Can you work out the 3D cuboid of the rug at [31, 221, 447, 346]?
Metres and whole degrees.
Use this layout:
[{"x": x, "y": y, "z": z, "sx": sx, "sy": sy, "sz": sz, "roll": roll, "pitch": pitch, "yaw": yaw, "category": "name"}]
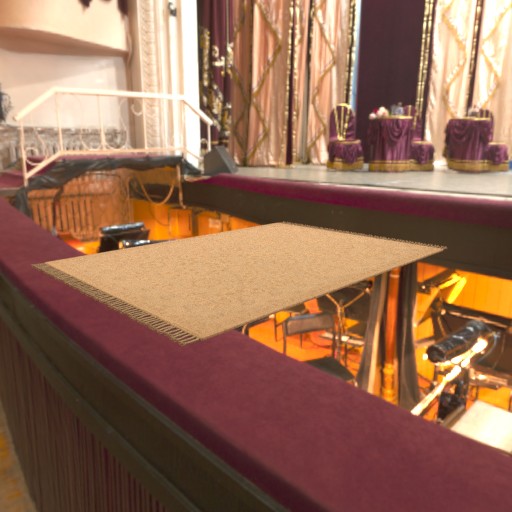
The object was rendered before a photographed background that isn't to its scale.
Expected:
[{"x": 0.000, "y": 0.000, "z": 2.266, "sx": 1.771, "sy": 0.015, "sz": 1.223, "roll": -13, "pitch": 19, "yaw": -43, "category": "rug"}]
